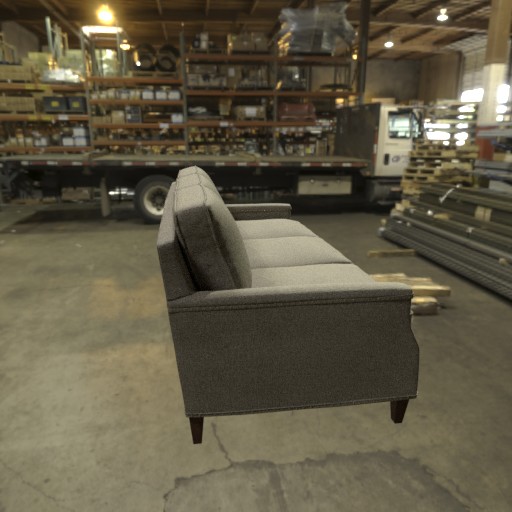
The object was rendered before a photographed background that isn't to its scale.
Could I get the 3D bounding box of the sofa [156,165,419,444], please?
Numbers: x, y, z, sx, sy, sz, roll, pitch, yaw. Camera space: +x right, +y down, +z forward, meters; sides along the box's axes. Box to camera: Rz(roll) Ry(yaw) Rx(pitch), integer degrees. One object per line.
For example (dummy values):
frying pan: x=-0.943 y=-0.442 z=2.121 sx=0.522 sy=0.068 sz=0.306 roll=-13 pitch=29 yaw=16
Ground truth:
sofa: x=0.000 y=0.000 z=2.783 sx=1.084 sy=1.003 sz=2.246 roll=-2 pitch=16 yaw=-8
